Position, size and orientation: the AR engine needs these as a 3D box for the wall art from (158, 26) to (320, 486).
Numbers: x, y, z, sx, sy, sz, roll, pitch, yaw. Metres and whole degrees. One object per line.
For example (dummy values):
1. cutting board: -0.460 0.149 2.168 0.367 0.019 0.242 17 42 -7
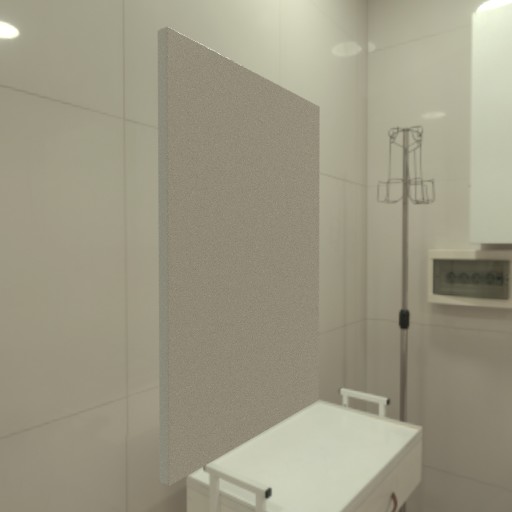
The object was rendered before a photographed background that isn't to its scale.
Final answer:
1. wall art: 0.000 0.000 1.471 0.038 1.183 0.808 1 2 37
